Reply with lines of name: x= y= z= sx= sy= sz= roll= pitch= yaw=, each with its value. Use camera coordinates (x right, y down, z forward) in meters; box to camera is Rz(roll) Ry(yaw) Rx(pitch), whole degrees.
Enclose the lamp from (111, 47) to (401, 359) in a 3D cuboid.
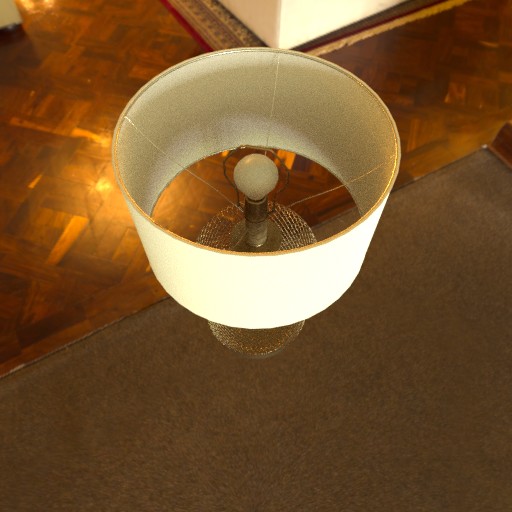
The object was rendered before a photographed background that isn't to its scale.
lamp: x=0.000 y=0.000 z=0.793 sx=0.353 sy=0.578 sz=0.353 roll=0 pitch=59 yaw=0
